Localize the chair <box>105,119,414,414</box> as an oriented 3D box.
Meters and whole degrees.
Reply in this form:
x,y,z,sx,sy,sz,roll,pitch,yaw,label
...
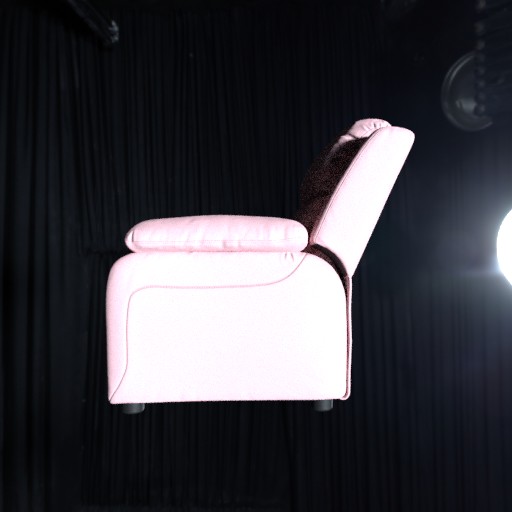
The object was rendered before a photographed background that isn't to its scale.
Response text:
x,y,z,sx,sy,sz,roll,pitch,yaw,label
0.000,0.000,1.258,0.709,0.702,0.680,0,-1,-1,chair
